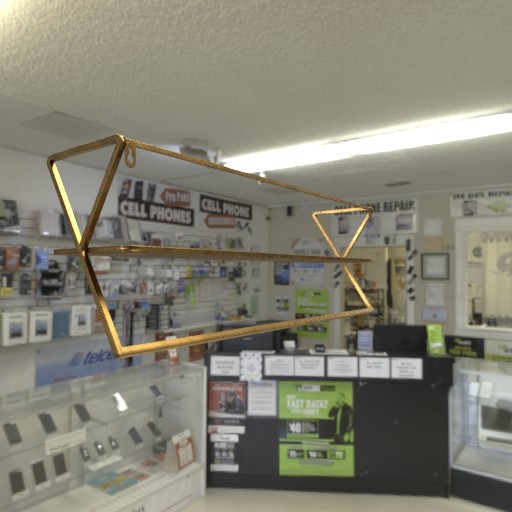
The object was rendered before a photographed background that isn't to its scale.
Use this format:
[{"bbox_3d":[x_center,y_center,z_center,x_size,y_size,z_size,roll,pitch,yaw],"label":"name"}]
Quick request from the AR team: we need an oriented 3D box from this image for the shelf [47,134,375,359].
[{"bbox_3d":[0.000,0.000,0.747,0.150,0.229,0.645,-2,-3,37],"label":"shelf"}]
